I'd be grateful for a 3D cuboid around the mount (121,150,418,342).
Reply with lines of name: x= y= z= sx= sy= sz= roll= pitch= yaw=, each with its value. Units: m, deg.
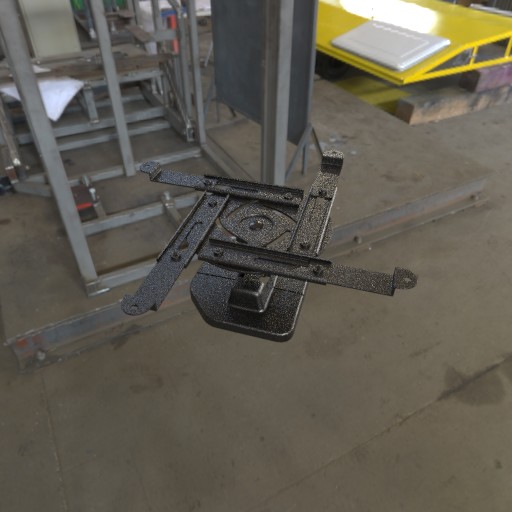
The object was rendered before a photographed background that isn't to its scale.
mount: x=0.000 y=0.000 z=0.602 sx=0.394 sy=0.141 sz=0.394 roll=11 pitch=42 yaw=13
